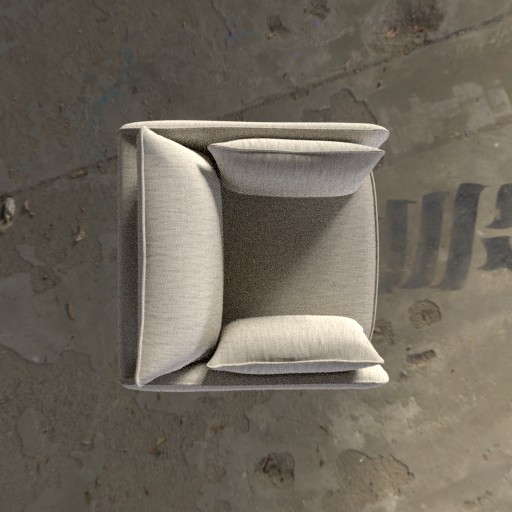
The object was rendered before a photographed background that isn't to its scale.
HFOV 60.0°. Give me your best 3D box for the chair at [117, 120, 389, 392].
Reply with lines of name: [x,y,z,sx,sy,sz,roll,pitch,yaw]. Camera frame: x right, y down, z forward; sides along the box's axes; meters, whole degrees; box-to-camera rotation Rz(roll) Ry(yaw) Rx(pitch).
chair: [0.000,0.000,1.766,0.991,0.855,0.994,0,91,-1]
